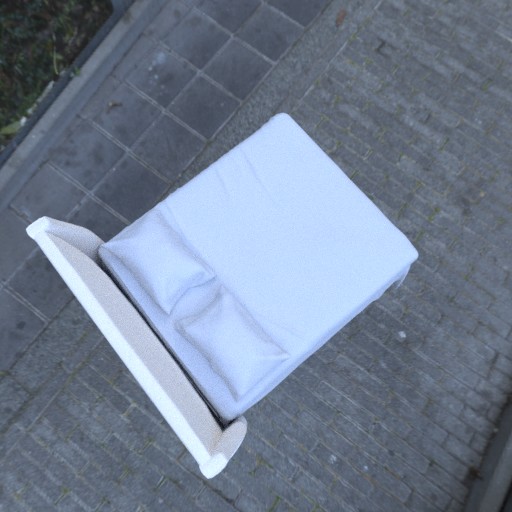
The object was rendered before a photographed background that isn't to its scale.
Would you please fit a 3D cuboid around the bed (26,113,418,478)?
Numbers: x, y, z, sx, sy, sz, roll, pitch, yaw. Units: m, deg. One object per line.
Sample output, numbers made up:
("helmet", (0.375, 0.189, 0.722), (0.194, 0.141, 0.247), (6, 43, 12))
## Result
("bed", (0.000, 0.000, 3.435), (2.276, 1.332, 1.925), (-39, 79, -9))
